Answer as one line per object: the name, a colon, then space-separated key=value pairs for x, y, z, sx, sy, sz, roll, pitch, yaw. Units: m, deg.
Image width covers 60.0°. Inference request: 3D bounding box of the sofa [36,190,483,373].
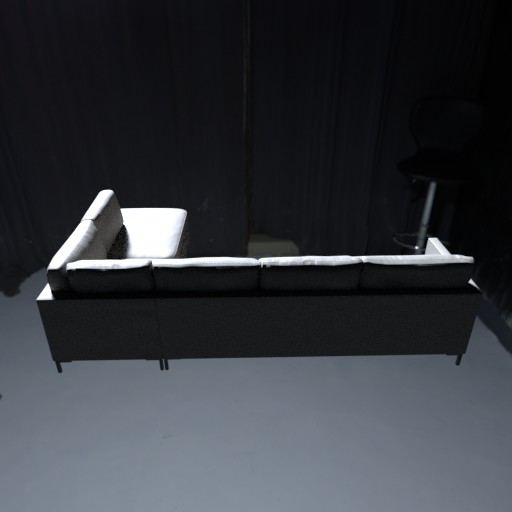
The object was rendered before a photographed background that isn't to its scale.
sofa: x=0.000 y=0.000 z=4.273 sx=3.331 sy=0.964 sz=2.077 roll=-1 pitch=30 yaw=-1
